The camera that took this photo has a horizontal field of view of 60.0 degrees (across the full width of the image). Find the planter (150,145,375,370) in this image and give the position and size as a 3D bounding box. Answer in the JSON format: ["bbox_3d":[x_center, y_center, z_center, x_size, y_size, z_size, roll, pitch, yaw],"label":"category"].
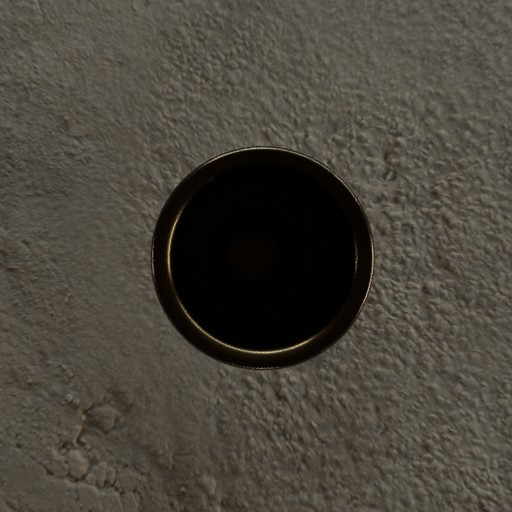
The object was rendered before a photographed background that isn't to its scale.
[{"bbox_3d":[0.000,0.000,0.330,0.099,0.278,0.099,0,90,-1],"label":"planter"}]
